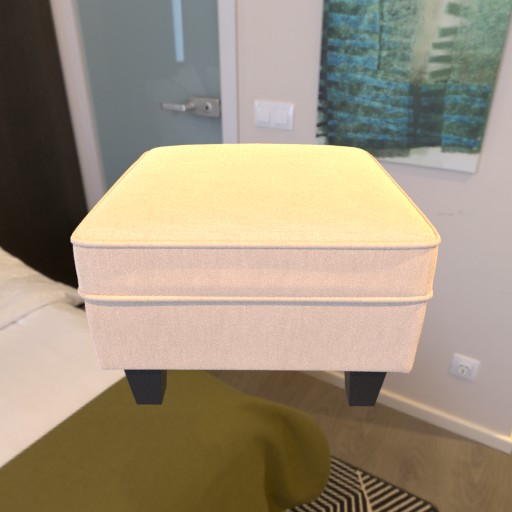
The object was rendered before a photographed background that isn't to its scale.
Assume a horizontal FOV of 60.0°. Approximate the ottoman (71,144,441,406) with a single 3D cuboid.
[{"bbox_3d":[0.000,0.000,1.036,0.616,0.438,0.613,0,27,1],"label":"ottoman"}]
